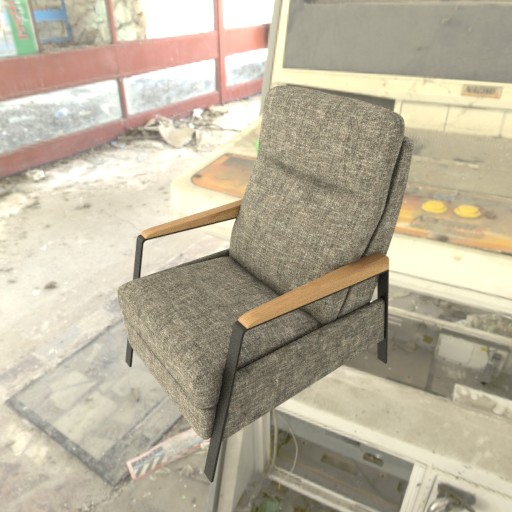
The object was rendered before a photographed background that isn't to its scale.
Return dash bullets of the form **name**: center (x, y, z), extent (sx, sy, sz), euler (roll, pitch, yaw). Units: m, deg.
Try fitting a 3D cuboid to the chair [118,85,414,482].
- **chair**: center (0.000, 0.000, 1.588), extent (0.868, 1.042, 0.671), euler (-22, 37, -31)
